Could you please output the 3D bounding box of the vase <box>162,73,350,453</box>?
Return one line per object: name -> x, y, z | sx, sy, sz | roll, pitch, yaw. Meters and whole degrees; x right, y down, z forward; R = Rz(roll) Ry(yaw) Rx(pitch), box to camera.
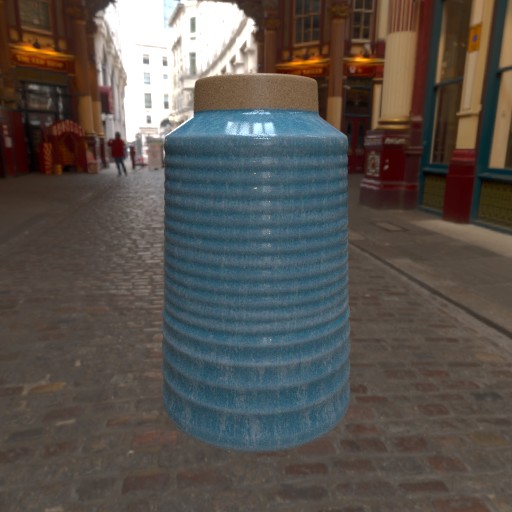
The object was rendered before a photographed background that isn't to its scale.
vase -> 0.000, 0.000, 0.362 | 0.163, 0.267, 0.163 | 0, 15, 0
